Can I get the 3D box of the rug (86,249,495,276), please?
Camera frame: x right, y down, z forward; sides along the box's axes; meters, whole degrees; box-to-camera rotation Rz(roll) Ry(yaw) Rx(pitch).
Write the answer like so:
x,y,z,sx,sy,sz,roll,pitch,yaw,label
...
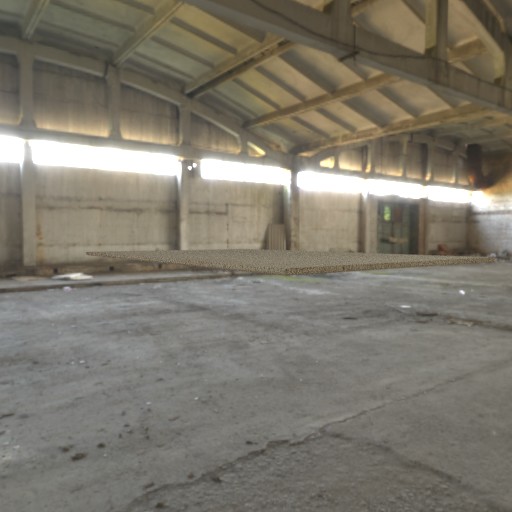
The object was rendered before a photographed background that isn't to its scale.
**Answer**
x,y,z,sx,sy,sz,roll,pitch,yaw,label
0.000,0.000,2.904,1.500,0.025,2.346,-2,3,-37,rug
